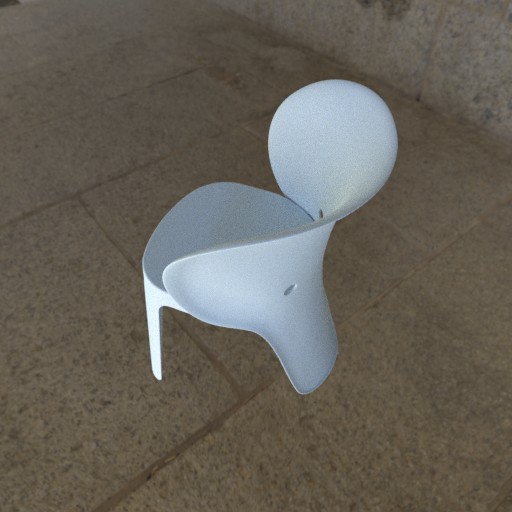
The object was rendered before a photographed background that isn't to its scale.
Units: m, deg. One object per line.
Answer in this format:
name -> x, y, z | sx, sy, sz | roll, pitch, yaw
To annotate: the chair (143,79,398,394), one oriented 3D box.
chair -> 0.000, 0.000, 0.847 | 0.402, 0.554, 0.451 | 17, 50, 14
